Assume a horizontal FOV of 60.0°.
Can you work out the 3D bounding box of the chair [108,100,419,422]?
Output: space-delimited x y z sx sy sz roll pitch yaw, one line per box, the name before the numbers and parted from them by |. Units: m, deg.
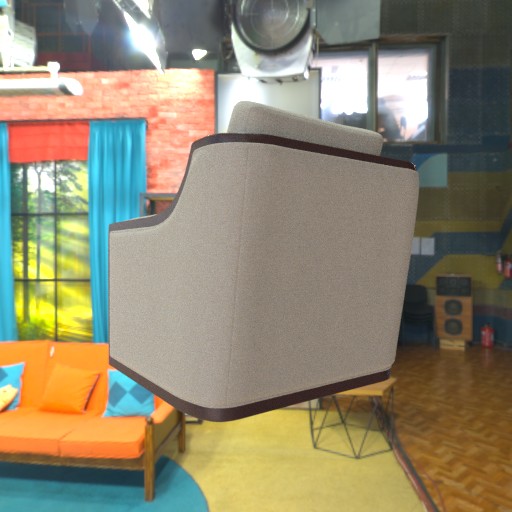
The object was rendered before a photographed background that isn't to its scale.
chair | 0.000 0.000 1.687 0.870 0.930 0.950 0 1 -36
